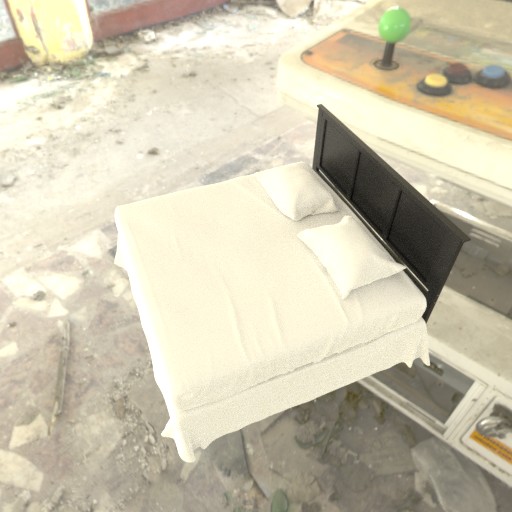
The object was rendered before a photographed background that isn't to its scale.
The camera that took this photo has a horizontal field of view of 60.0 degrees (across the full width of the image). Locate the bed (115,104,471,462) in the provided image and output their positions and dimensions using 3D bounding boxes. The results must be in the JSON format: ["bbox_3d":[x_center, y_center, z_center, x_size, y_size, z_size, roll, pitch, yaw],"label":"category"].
[{"bbox_3d":[0.000,0.000,3.642,2.219,1.271,2.315,-17,48,-16],"label":"bed"}]
